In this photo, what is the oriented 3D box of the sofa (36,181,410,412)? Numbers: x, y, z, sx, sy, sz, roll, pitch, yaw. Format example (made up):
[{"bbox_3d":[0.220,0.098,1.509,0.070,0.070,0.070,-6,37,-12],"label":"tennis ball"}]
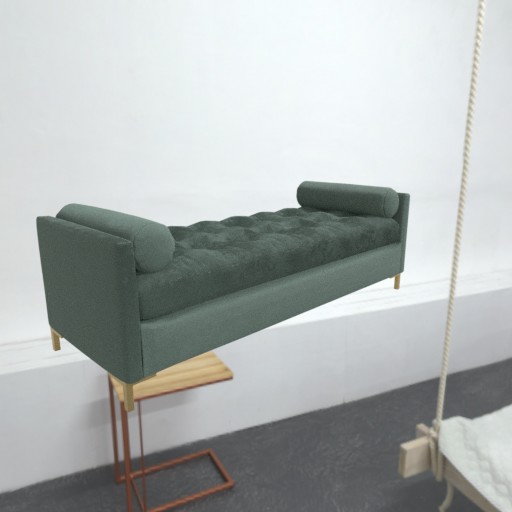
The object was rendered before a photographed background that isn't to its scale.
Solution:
[{"bbox_3d":[0.000,0.000,2.526,2.102,0.705,0.796,-14,20,-43],"label":"sofa"}]
